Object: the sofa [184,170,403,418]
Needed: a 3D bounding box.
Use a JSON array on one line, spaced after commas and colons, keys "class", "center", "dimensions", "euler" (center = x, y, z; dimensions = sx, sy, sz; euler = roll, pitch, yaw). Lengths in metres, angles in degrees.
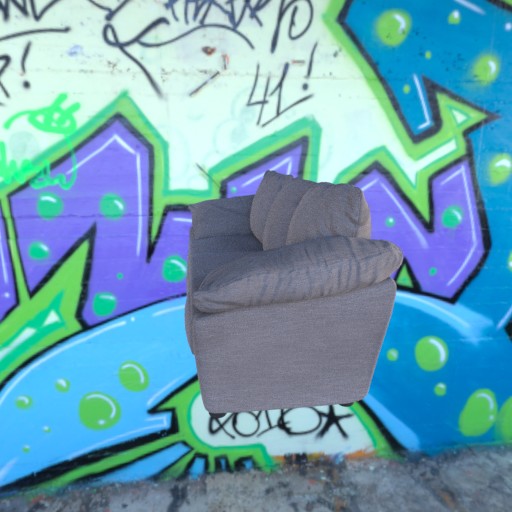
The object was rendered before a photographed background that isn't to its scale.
[{"class": "sofa", "center": [0.000, 0.000, 2.876], "dimensions": [0.927, 1.043, 2.390], "euler": [-2, 13, -9]}]
